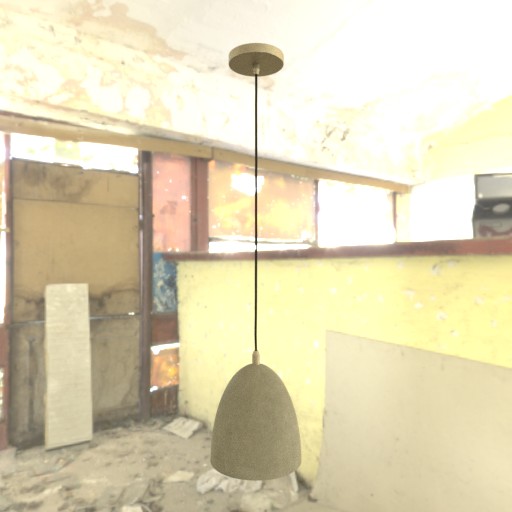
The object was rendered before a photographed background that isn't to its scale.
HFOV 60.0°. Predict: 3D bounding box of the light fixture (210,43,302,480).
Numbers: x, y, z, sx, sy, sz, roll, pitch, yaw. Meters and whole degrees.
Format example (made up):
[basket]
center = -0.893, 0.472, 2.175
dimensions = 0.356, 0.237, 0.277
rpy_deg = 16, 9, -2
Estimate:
[light fixture]
center = 0.000, 0.000, 0.837
dimensions = 0.170, 0.759, 0.170
rpy_deg = 0, -1, -18
